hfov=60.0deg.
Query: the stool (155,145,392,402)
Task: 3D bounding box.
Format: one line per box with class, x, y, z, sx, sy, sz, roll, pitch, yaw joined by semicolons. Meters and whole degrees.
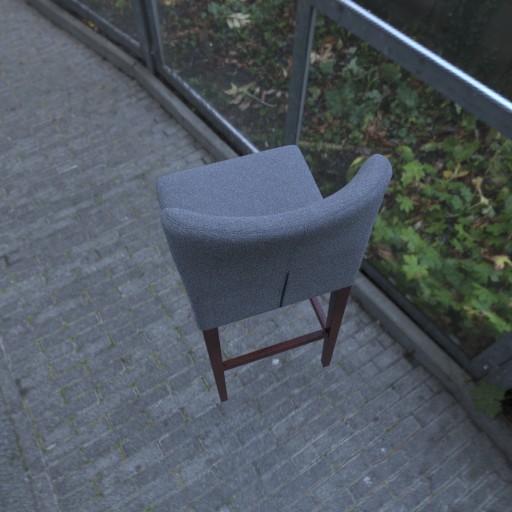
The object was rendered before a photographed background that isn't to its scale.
stool;0.000;0.000;1.369;0.486;1.069;0.568;-16;60;-10
